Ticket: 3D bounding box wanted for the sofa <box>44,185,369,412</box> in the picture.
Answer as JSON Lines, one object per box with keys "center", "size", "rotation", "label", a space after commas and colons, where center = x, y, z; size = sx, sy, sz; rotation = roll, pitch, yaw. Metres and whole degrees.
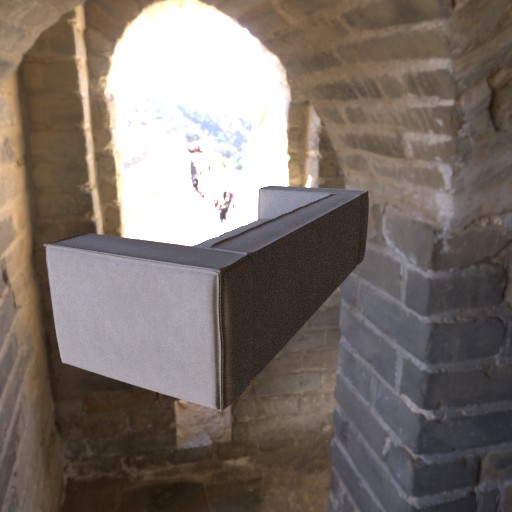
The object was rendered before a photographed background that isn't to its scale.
{"center": [0.000, 0.000, 3.127], "size": [1.038, 0.680, 2.697], "rotation": [7, 17, 25], "label": "sofa"}
